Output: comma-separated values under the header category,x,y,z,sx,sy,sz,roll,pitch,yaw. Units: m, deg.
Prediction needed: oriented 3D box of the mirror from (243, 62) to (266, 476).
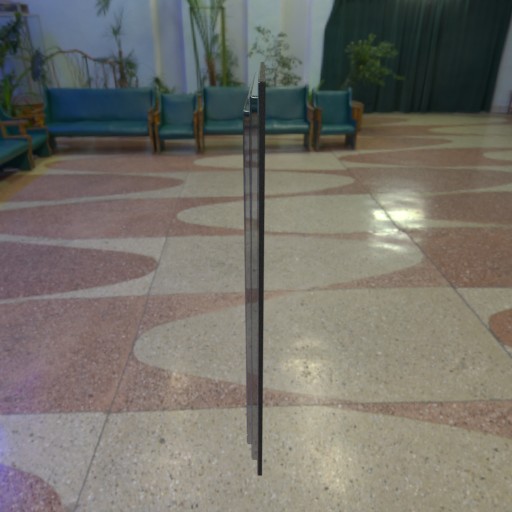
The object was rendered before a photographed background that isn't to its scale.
category,x,y,z,sx,sy,sz,roll,pitch,yaw
mirror,0.000,0.000,1.172,0.039,0.914,0.613,0,26,1
